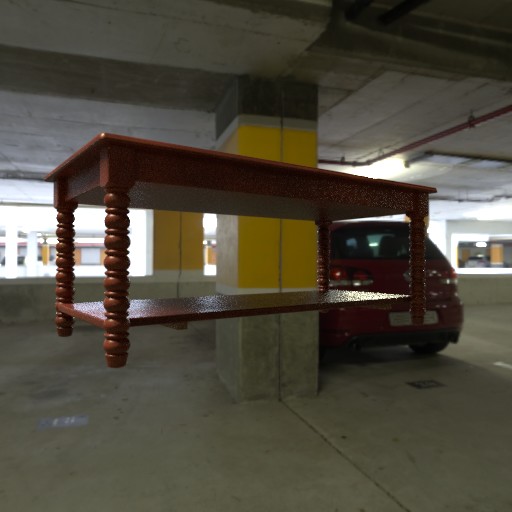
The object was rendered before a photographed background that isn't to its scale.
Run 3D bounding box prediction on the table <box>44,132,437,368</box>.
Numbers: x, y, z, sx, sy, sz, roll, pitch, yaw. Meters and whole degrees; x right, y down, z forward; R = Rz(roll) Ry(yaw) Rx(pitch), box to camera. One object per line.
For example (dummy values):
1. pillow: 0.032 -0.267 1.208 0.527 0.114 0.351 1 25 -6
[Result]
1. table: 0.000 0.000 1.449 1.171 0.485 0.580 0 -1 -36
